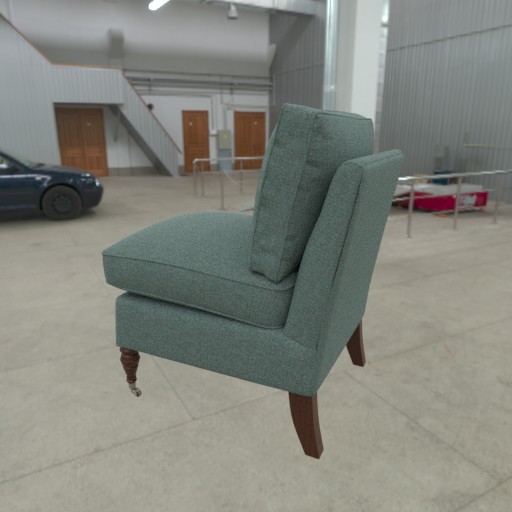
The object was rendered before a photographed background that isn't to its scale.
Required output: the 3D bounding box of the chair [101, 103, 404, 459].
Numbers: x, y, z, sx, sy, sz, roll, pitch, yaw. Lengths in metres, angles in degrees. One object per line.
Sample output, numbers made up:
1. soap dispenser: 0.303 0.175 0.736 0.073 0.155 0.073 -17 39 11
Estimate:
1. chair: 0.000 0.000 1.438 0.796 0.901 0.624 7 18 25
